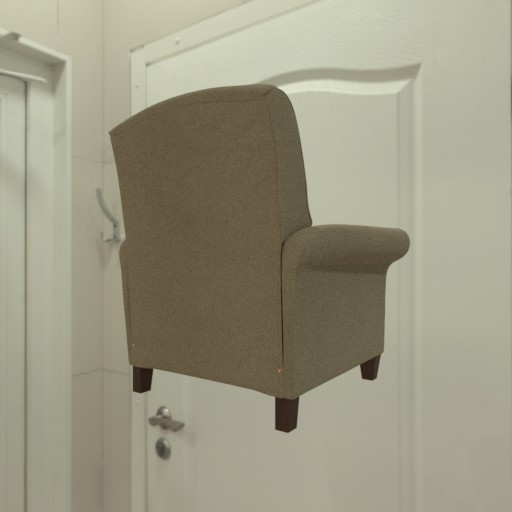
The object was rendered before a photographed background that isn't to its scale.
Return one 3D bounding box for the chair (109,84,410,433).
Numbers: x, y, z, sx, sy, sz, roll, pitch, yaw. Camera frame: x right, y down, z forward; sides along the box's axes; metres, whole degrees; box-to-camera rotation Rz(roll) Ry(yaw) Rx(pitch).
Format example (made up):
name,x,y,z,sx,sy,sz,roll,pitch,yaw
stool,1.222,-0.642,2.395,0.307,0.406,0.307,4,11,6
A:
name,x,y,z,sx,sy,sz,roll,pitch,yaw
chair,0.000,0.000,1.799,0.978,1.061,0.905,0,0,36
